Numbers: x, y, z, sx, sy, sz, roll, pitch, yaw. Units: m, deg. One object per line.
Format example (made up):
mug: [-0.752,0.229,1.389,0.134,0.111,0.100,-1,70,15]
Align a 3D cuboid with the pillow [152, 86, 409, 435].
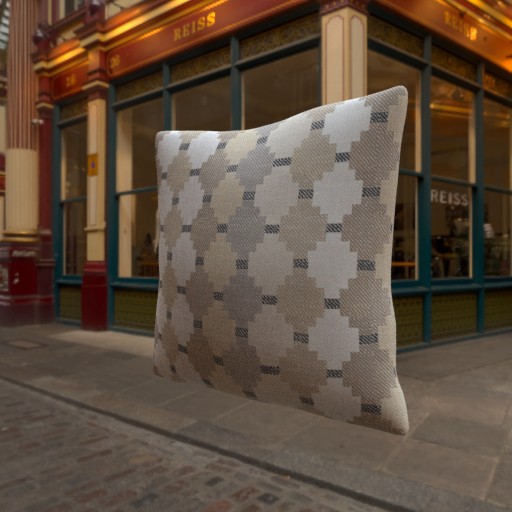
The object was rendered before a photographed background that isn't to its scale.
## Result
pillow: [0.000,0.000,0.850,0.578,0.558,0.192,0,0,35]
